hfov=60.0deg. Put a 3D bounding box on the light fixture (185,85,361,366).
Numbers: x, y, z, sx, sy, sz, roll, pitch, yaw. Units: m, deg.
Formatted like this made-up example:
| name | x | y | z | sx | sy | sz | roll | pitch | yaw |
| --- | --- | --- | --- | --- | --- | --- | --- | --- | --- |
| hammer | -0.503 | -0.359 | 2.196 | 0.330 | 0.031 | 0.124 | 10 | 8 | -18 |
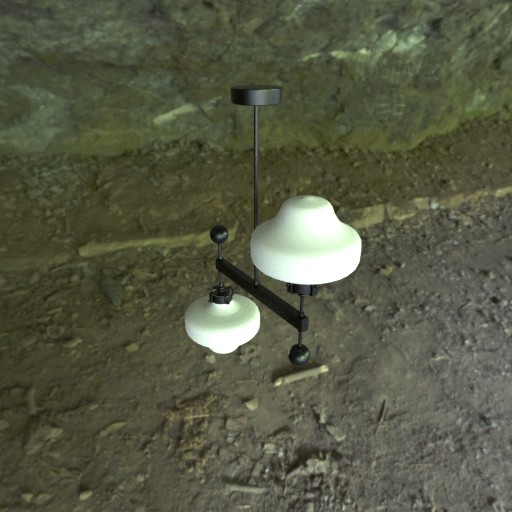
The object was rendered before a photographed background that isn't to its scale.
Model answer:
| name | x | y | z | sx | sy | sz | roll | pitch | yaw |
| --- | --- | --- | --- | --- | --- | --- | --- | --- | --- |
| light fixture | 0.000 | 0.000 | 1.039 | 0.489 | 0.743 | 0.422 | 8 | 26 | 17 |
